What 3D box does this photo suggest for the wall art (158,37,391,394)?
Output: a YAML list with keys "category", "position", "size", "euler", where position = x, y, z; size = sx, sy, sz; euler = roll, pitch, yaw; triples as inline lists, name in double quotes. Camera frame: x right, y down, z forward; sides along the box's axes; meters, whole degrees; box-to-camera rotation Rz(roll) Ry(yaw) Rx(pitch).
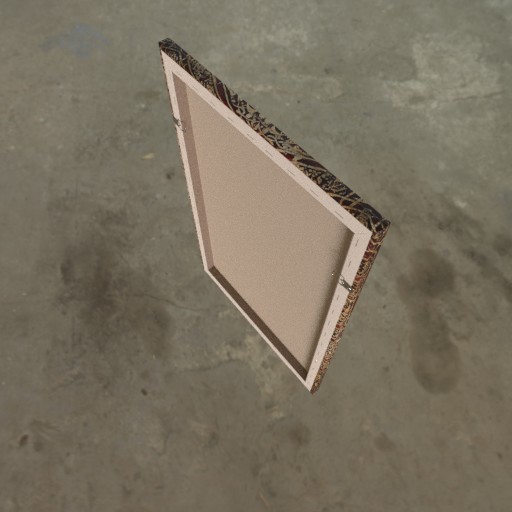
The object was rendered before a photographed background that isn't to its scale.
- category: "wall art"
  position: [0.000, 0.000, 1.157]
  size: [0.030, 0.904, 0.599]
  euler: [-34, 64, -19]
